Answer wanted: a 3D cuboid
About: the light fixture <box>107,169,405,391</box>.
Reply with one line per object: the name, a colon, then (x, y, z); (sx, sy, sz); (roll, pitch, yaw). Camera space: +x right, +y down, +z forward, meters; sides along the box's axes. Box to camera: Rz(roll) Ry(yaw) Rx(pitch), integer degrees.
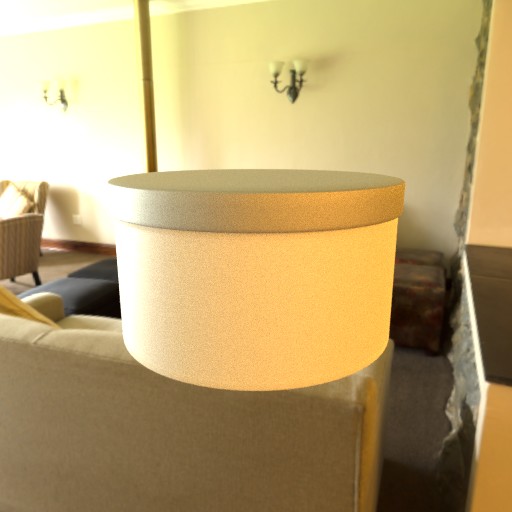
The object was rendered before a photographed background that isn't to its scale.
light fixture: (0.000, 0.000, 0.640); (0.393, 0.229, 0.393); (0, 14, 0)
